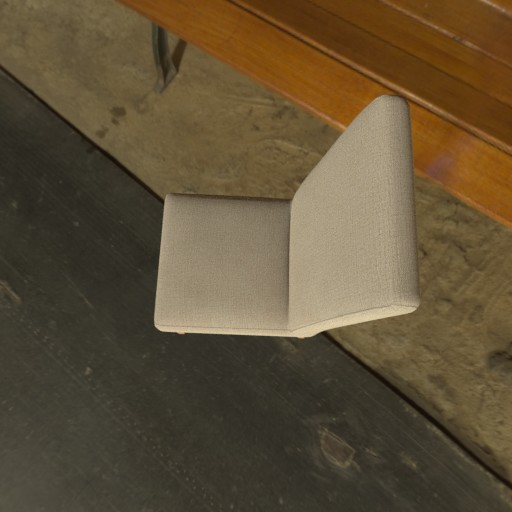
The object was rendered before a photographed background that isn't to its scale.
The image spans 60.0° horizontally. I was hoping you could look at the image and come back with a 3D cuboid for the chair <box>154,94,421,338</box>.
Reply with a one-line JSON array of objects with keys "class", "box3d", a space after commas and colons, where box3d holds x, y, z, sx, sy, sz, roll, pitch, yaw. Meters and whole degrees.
[{"class": "chair", "box3d": [0.000, 0.000, 1.326, 0.611, 1.033, 0.450, 2, 76, 1]}]
